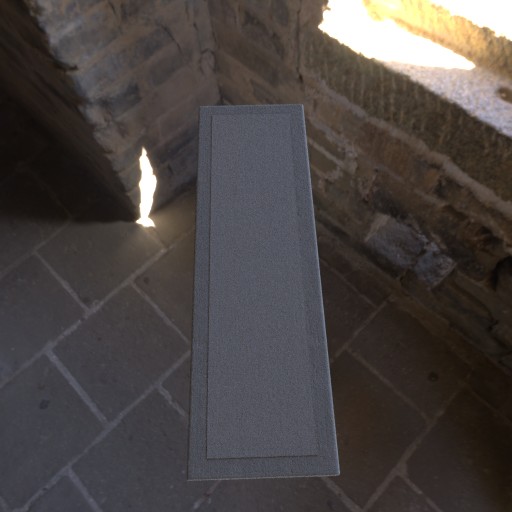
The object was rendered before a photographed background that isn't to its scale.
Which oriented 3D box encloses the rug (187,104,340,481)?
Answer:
[{"bbox_3d":[0.000,0.000,2.710,0.759,0.012,2.430,-2,65,-1],"label":"rug"}]
